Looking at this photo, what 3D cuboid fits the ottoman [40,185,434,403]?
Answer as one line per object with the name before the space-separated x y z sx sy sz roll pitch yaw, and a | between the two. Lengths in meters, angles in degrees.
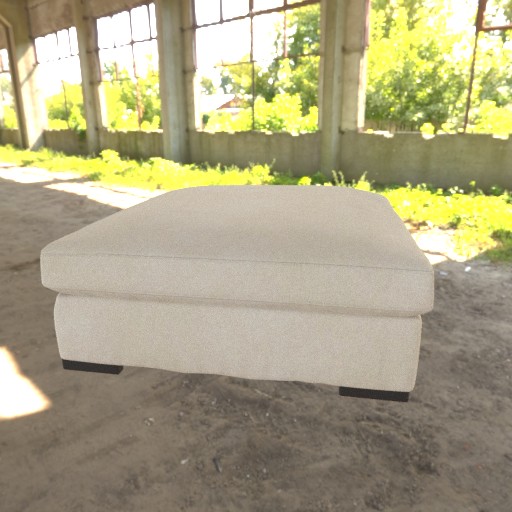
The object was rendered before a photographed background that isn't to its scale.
ottoman | 0.000 0.000 1.865 1.190 0.522 1.205 3 17 9
